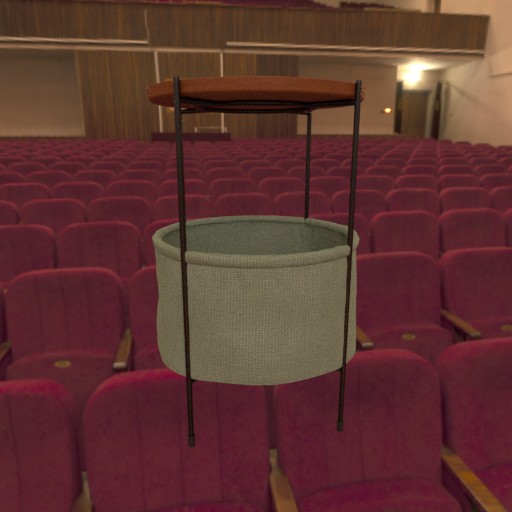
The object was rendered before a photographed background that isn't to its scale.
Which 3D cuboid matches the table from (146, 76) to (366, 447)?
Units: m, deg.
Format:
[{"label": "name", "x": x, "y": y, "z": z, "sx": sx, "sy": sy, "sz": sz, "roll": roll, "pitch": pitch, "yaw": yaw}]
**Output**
[{"label": "table", "x": 0.000, "y": 0.000, "z": 0.879, "sx": 0.400, "sy": 0.623, "sz": 0.400, "roll": -2, "pitch": 15, "yaw": -9}]
